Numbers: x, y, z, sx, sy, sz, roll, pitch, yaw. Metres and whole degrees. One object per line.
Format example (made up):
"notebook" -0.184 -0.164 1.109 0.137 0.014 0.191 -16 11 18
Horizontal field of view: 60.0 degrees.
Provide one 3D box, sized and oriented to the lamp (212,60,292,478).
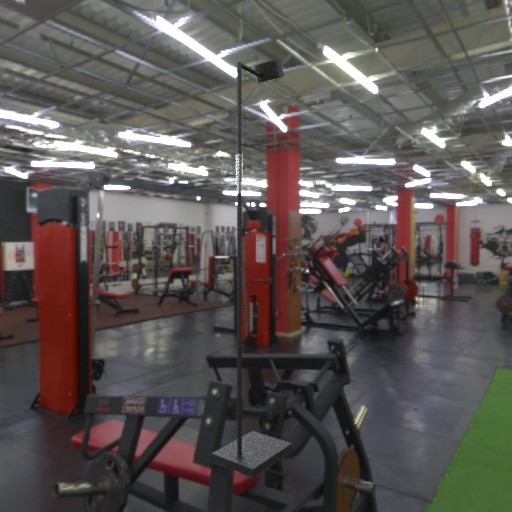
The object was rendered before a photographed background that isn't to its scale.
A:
"lamp" 0.000 0.000 1.756 0.203 1.600 0.304 1 2 37
